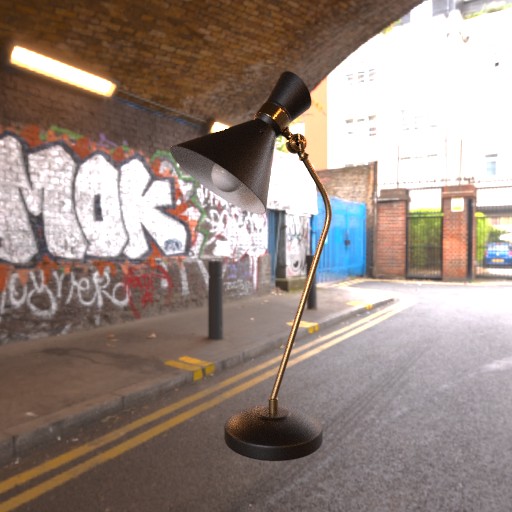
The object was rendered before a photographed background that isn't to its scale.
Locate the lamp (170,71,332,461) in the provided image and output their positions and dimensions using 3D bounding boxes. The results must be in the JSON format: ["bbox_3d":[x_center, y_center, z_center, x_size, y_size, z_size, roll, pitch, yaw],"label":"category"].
[{"bbox_3d":[0.000,0.000,0.769,0.292,0.647,0.189,0,1,-18],"label":"lamp"}]
